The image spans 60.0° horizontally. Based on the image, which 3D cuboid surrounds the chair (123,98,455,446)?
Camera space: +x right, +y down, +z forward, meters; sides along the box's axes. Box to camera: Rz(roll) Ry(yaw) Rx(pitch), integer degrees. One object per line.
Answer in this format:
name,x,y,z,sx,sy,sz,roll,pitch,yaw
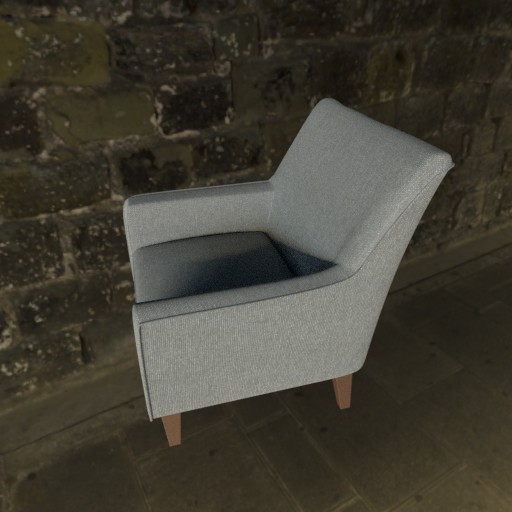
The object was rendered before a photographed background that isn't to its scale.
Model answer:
chair,0.000,0.000,1.597,0.899,0.919,0.780,-8,32,-14
